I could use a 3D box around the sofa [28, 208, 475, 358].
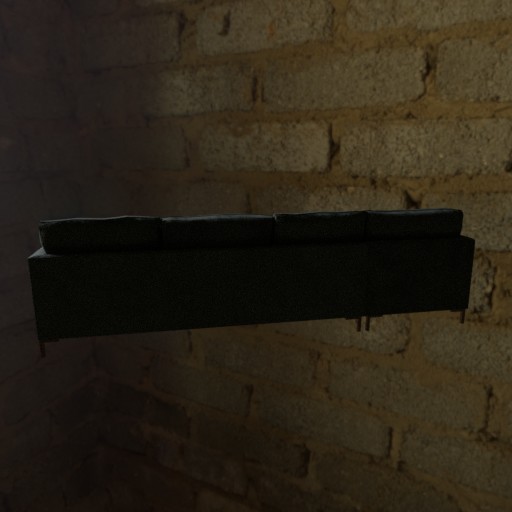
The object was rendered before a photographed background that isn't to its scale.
[{"bbox_3d":[0.000,0.000,4.022,3.400,0.967,1.500,-3,14,-10],"label":"sofa"}]
